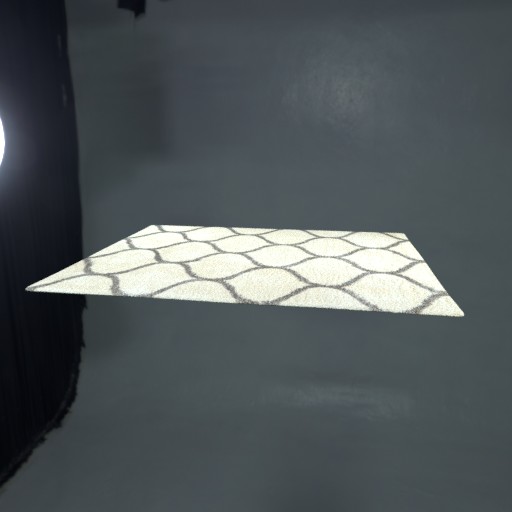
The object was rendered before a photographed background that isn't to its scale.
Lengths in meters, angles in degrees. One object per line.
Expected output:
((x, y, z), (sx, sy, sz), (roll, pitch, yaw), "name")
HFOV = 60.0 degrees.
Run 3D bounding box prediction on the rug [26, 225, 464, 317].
((0.000, 0.000, 4.098), (3.000, 0.026, 2.399), (2, 15, 9), "rug")
